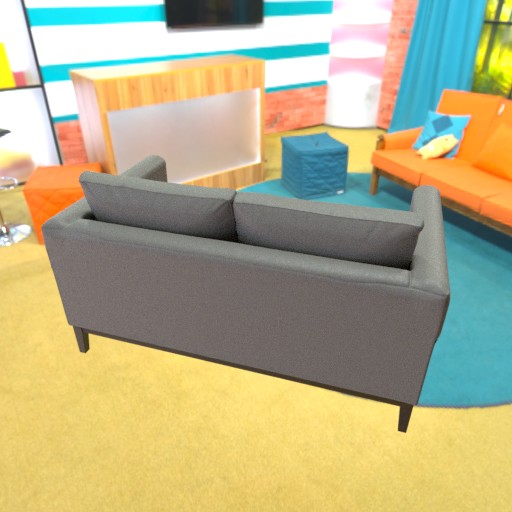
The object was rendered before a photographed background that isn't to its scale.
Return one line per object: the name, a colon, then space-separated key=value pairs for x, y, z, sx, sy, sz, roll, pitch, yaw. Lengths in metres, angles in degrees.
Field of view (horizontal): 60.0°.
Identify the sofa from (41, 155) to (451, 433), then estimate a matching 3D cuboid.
sofa: x=0.000 y=0.000 z=2.087 sx=1.598 sy=0.873 sz=0.899 roll=9 pitch=33 yaw=15
